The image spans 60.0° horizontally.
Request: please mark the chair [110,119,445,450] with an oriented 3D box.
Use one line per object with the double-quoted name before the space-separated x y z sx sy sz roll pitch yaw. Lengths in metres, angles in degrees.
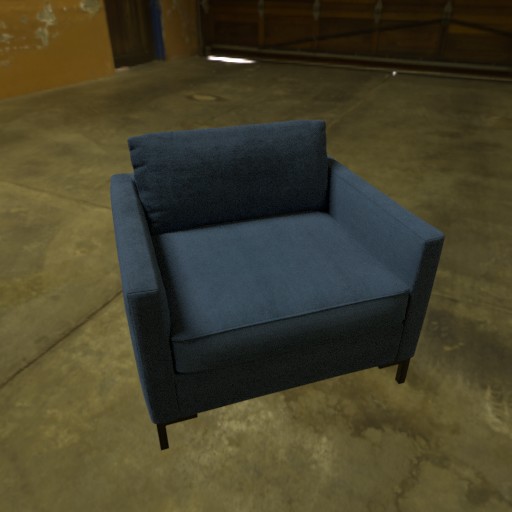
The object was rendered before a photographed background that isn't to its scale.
"chair" 0.000 0.000 1.641 0.964 0.812 0.875 -10 33 -16
